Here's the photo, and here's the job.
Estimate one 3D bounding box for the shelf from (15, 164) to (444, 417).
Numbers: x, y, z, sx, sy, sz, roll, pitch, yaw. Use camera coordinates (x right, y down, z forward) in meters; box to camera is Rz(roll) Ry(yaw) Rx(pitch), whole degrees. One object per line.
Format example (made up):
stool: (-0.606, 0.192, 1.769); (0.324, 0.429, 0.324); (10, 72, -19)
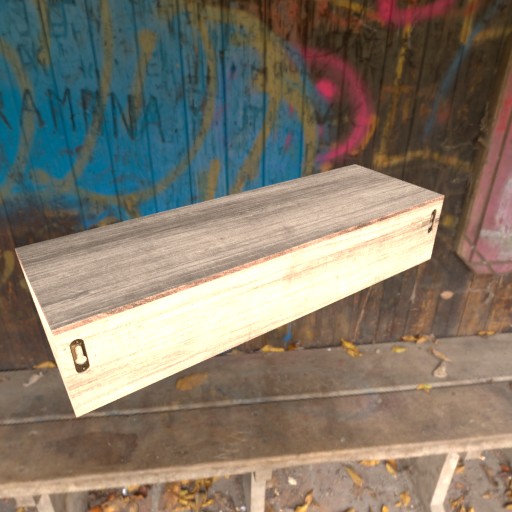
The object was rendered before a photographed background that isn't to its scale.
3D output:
shelf: (0.000, 0.000, 0.675); (0.610, 0.125, 0.200); (-19, 34, -30)
